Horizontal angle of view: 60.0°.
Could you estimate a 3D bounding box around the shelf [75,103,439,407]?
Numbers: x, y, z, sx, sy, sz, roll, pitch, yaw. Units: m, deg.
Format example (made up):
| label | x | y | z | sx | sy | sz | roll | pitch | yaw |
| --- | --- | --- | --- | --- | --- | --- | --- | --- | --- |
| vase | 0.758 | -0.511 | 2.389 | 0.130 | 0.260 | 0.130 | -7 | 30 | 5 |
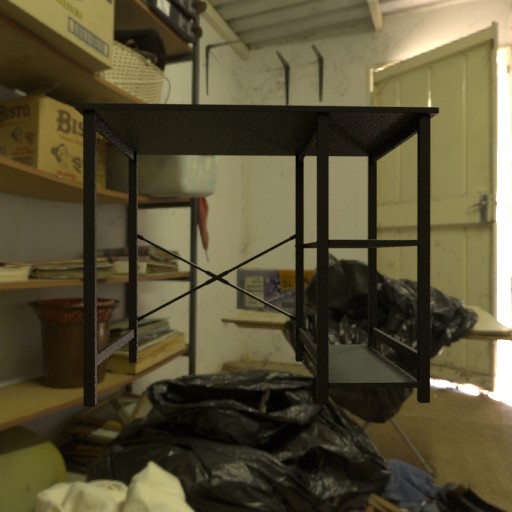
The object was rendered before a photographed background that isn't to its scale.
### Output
| label | x | y | z | sx | sy | sz | roll | pitch | yaw |
| --- | --- | --- | --- | --- | --- | --- | --- | --- | --- |
| shelf | 0.000 | 0.000 | 1.345 | 0.902 | 0.749 | 0.498 | 0 | 0 | -2 |
